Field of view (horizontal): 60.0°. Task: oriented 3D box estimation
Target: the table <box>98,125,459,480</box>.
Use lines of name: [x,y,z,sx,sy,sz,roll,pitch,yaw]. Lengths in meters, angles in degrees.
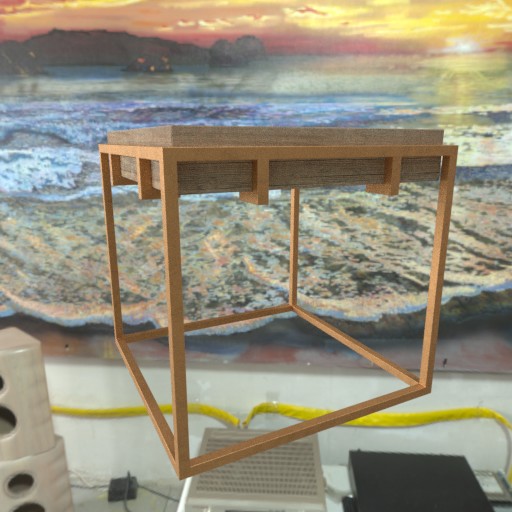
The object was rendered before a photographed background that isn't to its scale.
table: [0.000,0.000,1.073,0.599,0.584,0.599,-7,16,-26]
